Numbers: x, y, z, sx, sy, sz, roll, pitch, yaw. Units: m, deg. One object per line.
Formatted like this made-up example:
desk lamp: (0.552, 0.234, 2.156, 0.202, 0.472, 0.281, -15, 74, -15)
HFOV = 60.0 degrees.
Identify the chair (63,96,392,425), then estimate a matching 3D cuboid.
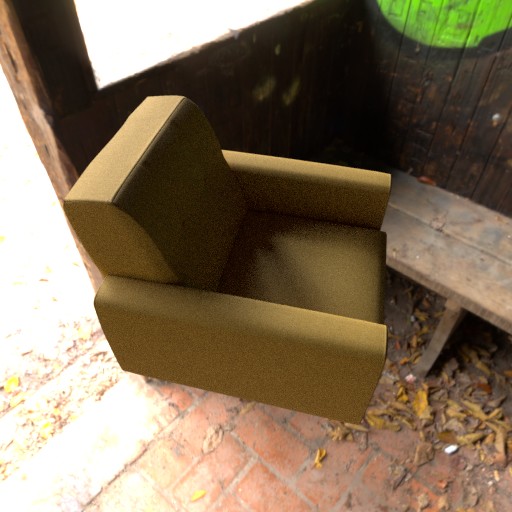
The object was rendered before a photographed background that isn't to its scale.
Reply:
chair: (0.000, 0.000, 1.545, 0.909, 0.841, 0.831, 9, 47, 9)
